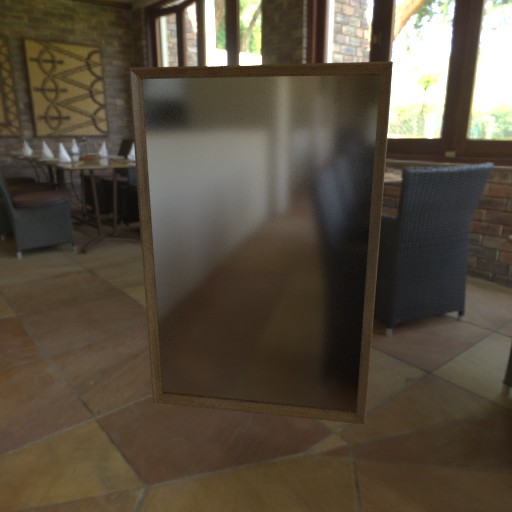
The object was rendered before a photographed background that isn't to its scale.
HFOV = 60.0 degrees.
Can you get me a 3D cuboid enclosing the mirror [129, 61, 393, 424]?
[{"bbox_3d":[0.000,0.000,1.151,0.609,0.915,0.041,3,16,9],"label":"mirror"}]
